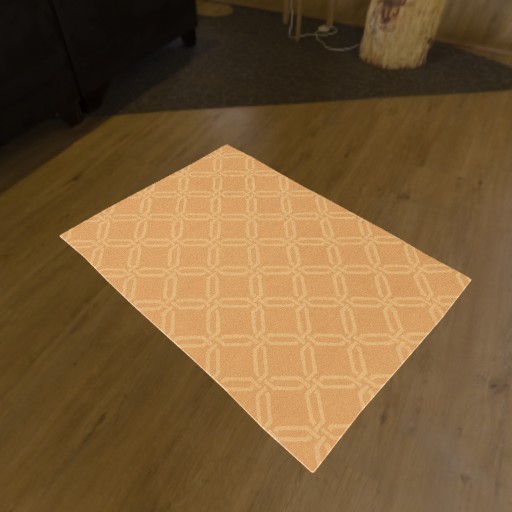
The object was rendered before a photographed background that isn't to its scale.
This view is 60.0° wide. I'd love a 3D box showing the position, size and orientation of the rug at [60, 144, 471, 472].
[{"bbox_3d":[0.000,0.000,2.770,2.135,0.013,1.524,35,55,29],"label":"rug"}]
